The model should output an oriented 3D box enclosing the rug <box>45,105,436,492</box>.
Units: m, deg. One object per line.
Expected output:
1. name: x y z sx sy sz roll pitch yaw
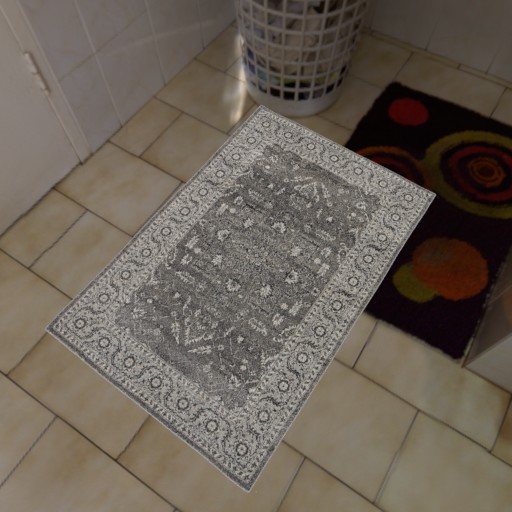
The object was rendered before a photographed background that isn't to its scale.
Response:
1. rug: 0.000 0.000 2.314 1.209 0.019 1.828 32 67 16
